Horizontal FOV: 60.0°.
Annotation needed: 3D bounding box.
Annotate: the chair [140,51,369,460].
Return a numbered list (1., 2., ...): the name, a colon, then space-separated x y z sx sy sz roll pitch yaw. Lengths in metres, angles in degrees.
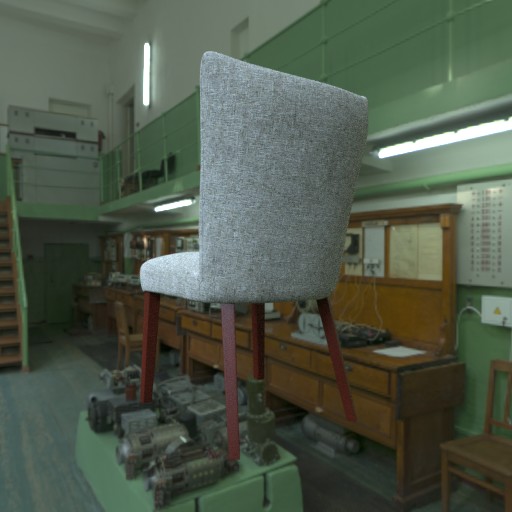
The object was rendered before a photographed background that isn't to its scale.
1. chair: 0.000 0.000 1.288 0.535 0.924 0.623 0 1 -35
